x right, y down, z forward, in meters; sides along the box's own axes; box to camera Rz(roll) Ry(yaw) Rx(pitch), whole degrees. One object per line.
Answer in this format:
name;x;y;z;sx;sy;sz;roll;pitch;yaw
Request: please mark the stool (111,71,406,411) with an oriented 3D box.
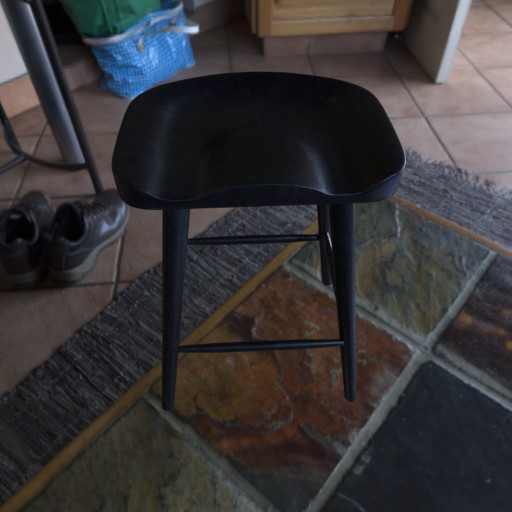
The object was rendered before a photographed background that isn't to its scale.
stool;0.000;0.000;0.890;0.440;0.615;0.361;-2;48;-2
